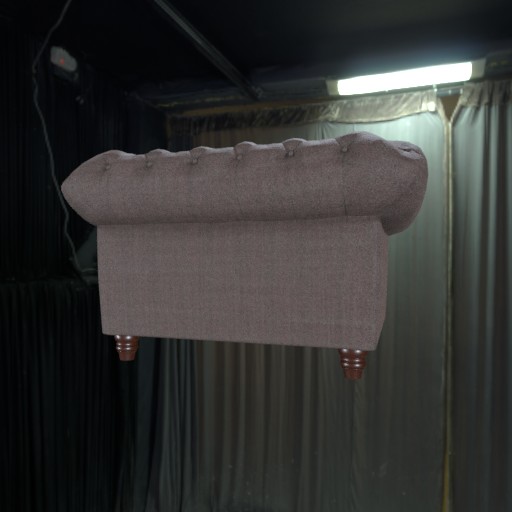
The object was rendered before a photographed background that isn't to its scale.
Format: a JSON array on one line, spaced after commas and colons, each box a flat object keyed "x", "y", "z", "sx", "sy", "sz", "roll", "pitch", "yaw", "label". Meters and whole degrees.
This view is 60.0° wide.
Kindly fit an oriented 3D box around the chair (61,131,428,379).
[{"x": 0.000, "y": 0.000, "z": 1.825, "sx": 1.298, "sy": 0.780, "sz": 0.945, "roll": 0, "pitch": -1, "yaw": 18, "label": "chair"}]
